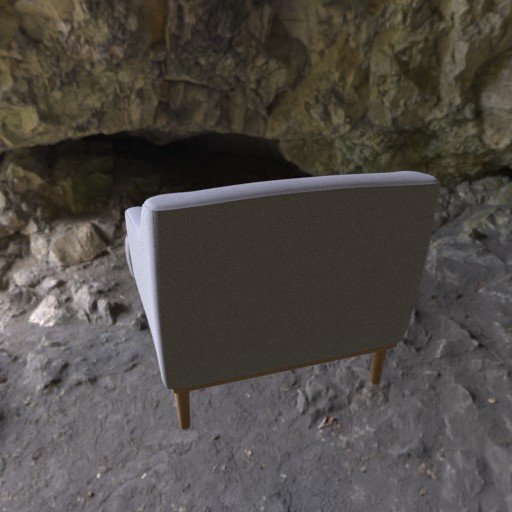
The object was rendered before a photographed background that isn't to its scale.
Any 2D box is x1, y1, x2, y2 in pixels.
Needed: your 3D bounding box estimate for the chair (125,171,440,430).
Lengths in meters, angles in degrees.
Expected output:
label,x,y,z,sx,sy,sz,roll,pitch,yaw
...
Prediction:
label,x,y,z,sx,sy,sz,roll,pitch,yaw
chair,0.000,0.000,1.684,0.946,0.818,0.951,-8,26,-16
